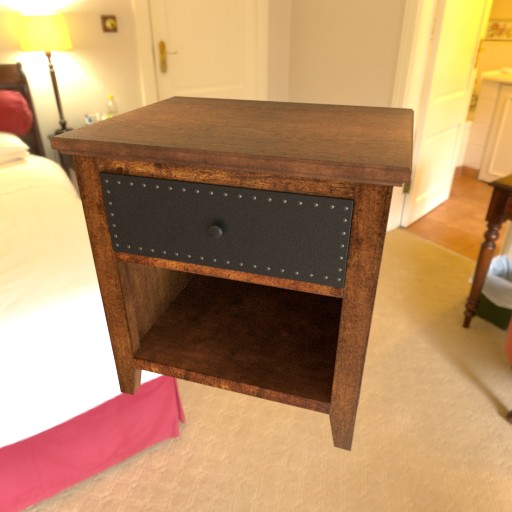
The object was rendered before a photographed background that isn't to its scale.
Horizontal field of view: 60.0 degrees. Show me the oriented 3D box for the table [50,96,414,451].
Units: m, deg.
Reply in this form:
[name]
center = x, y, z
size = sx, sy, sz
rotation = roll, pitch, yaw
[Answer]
[table]
center = 0.000, 0.000, 1.000
size = 0.586, 0.597, 0.461
rotation = 9, 30, 15
